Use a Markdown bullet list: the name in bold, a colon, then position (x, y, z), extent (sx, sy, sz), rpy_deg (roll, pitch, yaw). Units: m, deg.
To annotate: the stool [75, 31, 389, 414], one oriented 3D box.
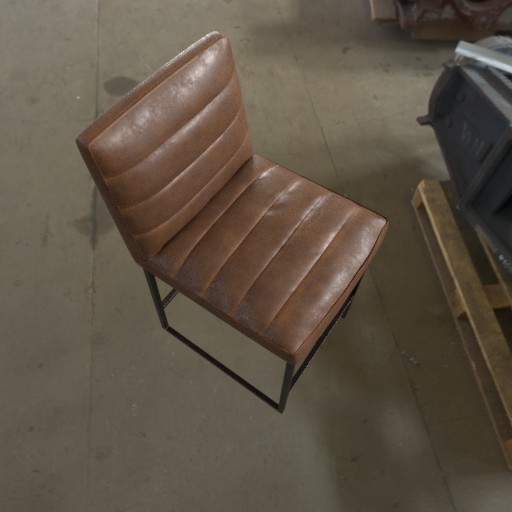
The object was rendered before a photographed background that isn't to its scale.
- **stool**: position (0.000, 0.000, 1.242), extent (0.562, 0.942, 0.463), rpy_deg (31, 63, 18)
